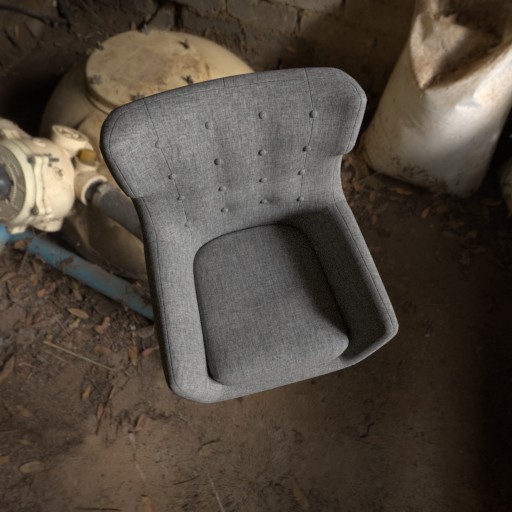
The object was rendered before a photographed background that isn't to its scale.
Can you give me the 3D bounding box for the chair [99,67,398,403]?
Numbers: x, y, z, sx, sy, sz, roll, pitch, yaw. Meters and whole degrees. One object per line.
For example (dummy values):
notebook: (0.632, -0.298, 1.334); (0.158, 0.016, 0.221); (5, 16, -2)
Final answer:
chair: (0.000, 0.000, 1.750); (0.878, 1.063, 0.904); (-13, 64, -7)
